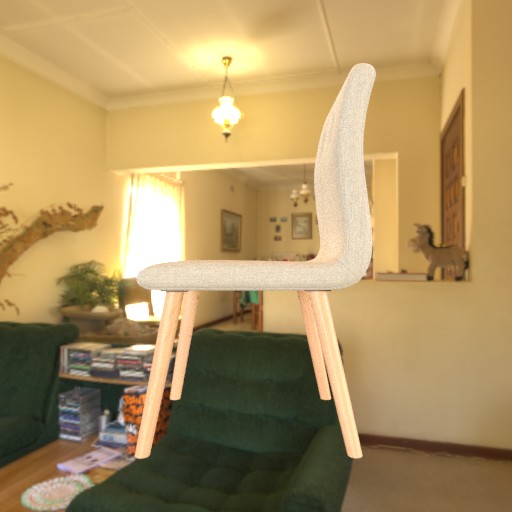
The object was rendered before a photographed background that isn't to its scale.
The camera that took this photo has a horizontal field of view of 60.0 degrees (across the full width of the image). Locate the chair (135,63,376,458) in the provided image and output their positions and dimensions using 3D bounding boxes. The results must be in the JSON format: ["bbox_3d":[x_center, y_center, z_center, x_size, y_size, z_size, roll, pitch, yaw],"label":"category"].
[{"bbox_3d":[0.000,0.000,1.186,0.550,0.885,0.435,0,-1,0],"label":"chair"}]
